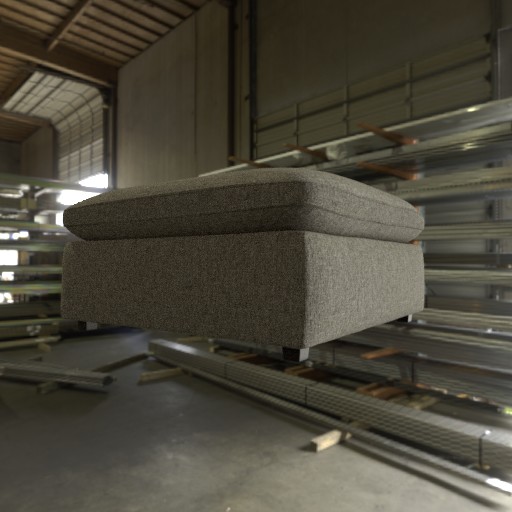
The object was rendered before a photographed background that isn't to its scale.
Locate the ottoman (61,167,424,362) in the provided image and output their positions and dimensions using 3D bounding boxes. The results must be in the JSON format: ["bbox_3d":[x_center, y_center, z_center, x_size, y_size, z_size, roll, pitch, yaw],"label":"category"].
[{"bbox_3d":[0.000,0.000,1.683,1.035,0.526,1.039,-1,-1,35],"label":"ottoman"}]
